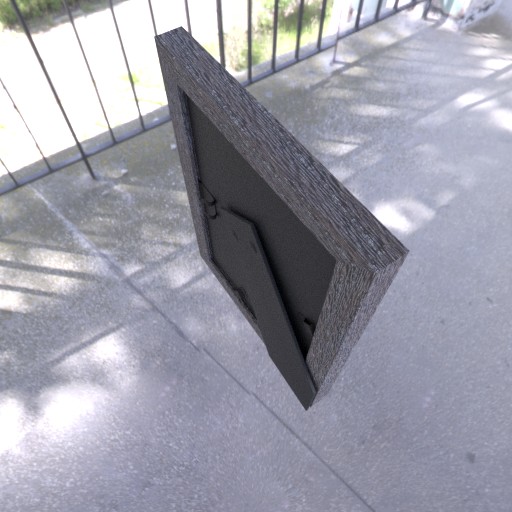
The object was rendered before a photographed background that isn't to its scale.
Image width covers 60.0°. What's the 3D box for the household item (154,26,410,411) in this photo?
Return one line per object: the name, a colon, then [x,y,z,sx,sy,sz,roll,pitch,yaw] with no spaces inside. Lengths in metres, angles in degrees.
household item: [0.000,0.000,0.275,0.020,0.210,0.160,-31,64,-17]
